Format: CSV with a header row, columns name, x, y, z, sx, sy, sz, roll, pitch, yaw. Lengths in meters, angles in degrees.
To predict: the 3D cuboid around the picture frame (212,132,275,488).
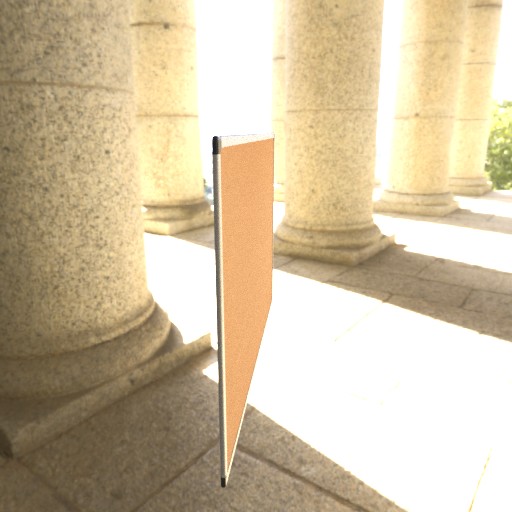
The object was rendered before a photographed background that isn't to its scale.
name,x,y,z,sx,sy,sz,roll,pitch,yaw
picture frame,0.000,0.000,1.125,0.010,0.600,0.900,2,16,7
